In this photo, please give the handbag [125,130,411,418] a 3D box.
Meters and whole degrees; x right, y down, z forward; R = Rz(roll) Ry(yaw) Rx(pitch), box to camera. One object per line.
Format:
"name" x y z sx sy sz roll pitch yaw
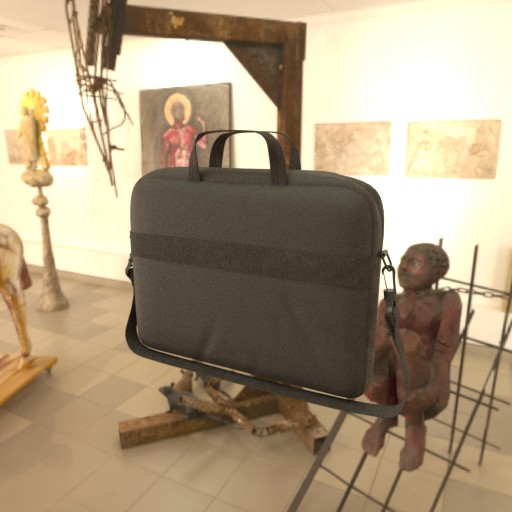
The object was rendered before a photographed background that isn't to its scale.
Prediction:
"handbag" 0.000 0.000 0.448 0.320 0.244 0.089 7 16 26
